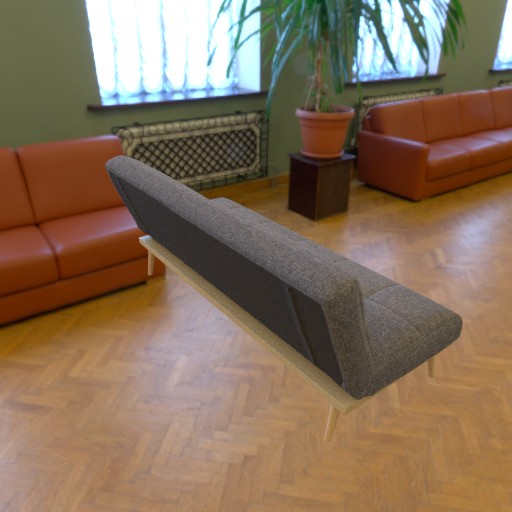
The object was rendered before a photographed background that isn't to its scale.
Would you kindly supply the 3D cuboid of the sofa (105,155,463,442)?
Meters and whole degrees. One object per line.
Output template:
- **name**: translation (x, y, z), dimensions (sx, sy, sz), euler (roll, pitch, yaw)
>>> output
- **sofa**: translation (0.000, 0.000, 2.234), dimensions (0.820, 0.770, 1.820), euler (-19, 33, -32)
